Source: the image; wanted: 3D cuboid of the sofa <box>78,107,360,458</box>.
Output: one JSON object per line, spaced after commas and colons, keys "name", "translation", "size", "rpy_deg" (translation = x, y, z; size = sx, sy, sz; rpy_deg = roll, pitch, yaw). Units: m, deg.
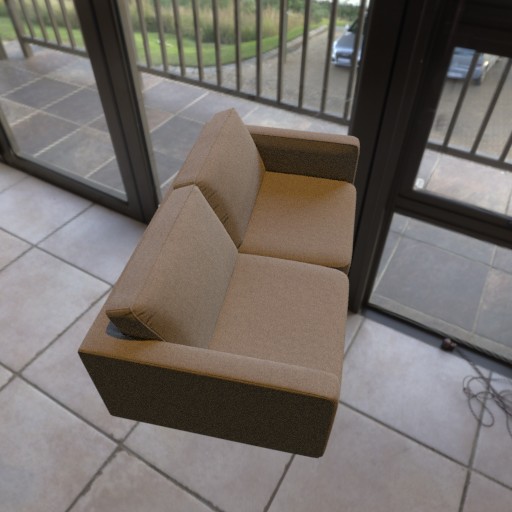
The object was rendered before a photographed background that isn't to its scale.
{"name": "sofa", "translation": [0.000, 0.000, 2.340], "size": [1.000, 0.900, 1.731], "rpy_deg": [8, 46, 8]}
